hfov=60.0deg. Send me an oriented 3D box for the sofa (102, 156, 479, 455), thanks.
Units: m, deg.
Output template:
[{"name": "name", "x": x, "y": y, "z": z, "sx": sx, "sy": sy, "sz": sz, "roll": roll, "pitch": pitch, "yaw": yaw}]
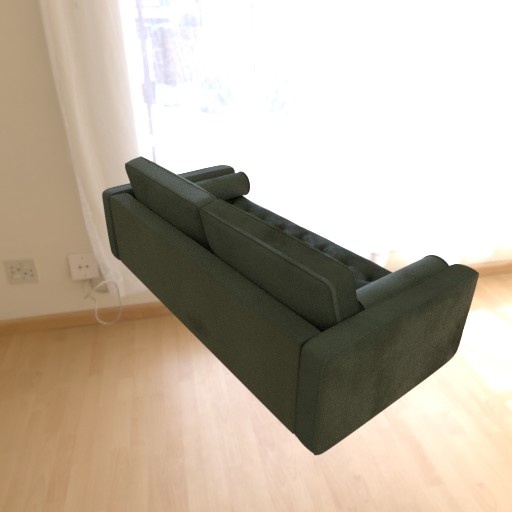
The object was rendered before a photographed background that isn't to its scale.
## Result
[{"name": "sofa", "x": 0.000, "y": 0.000, "z": 2.295, "sx": 0.916, "sy": 0.772, "sz": 1.880, "roll": -20, "pitch": 35, "yaw": -32}]
